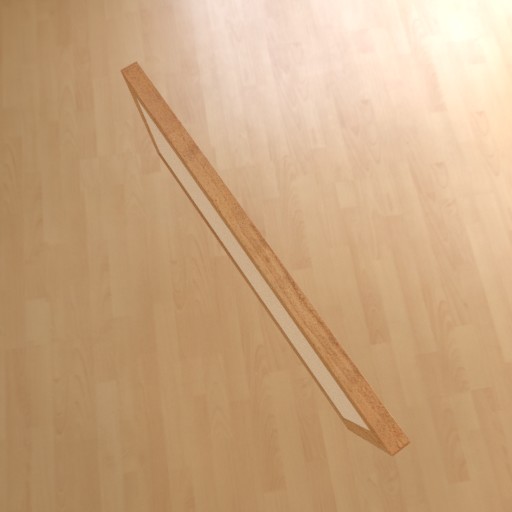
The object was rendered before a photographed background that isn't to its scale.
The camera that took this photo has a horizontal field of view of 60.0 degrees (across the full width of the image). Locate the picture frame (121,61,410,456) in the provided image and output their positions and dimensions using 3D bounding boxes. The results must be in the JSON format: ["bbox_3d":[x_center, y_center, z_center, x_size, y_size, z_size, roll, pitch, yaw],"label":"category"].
[{"bbox_3d":[0.000,0.000,0.652,0.045,0.234,0.582,-33,78,-8],"label":"picture frame"}]
